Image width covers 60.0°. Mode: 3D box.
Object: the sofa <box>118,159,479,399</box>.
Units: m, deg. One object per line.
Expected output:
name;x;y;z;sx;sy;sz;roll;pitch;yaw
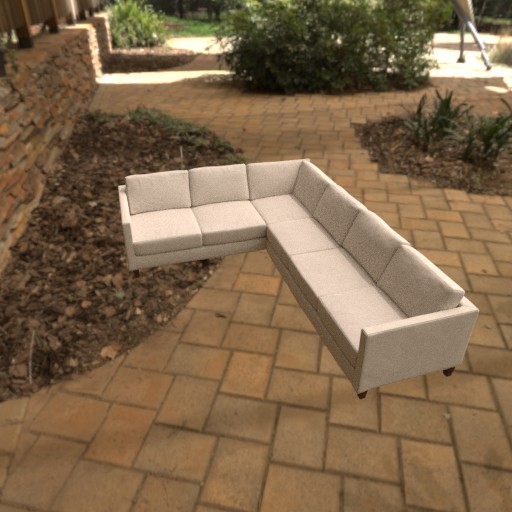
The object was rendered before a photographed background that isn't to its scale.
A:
sofa;0.000;0.000;4.318;2.432;0.863;3.182;-9;33;-14
